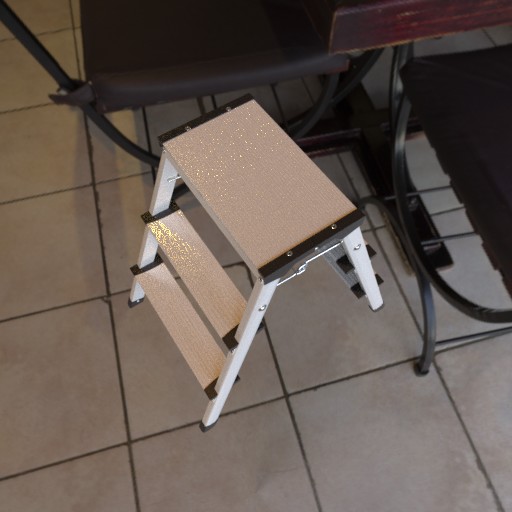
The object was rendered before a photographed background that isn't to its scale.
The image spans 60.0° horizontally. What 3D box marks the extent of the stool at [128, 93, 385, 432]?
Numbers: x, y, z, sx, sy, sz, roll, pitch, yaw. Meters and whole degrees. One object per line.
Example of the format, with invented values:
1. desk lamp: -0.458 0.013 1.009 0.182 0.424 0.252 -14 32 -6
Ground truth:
1. stool: 0.000 0.000 1.035 0.622 0.605 0.437 -31 66 -15
